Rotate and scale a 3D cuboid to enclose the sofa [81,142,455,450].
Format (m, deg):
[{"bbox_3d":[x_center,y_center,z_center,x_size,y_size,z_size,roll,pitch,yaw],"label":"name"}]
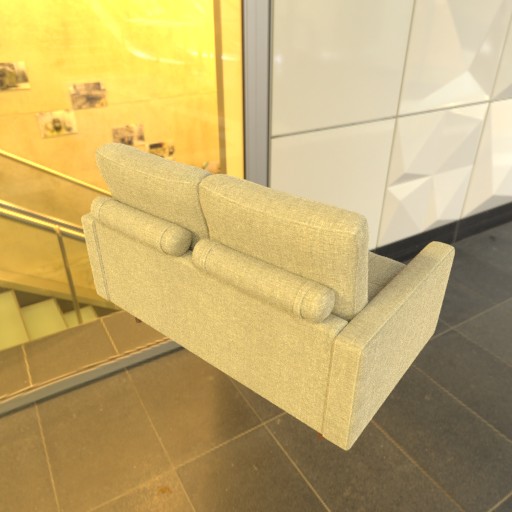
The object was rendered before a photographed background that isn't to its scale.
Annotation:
[{"bbox_3d":[0.000,0.000,1.916,1.407,0.907,0.842,22,37,33],"label":"sofa"}]
